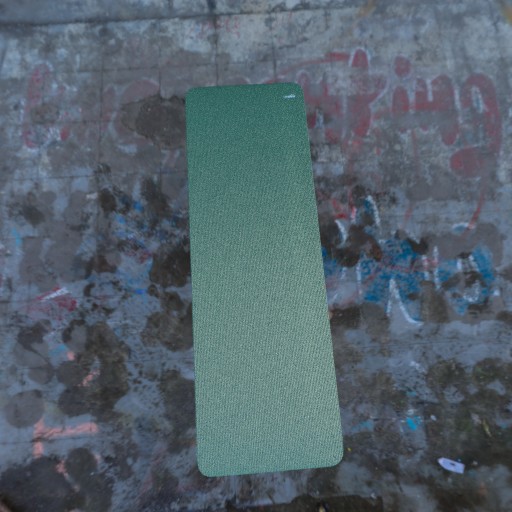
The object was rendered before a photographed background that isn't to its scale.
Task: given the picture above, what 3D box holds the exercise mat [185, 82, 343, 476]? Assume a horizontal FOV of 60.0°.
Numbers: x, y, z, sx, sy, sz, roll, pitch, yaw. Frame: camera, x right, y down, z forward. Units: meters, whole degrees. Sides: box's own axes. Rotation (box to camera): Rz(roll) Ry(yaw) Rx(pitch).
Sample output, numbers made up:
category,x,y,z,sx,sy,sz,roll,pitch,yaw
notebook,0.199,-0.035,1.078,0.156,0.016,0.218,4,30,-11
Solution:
category,x,y,z,sx,sy,sz,roll,pitch,yaw
exercise mat,0.000,0.000,2.088,0.616,0.021,1.869,-4,75,-1
